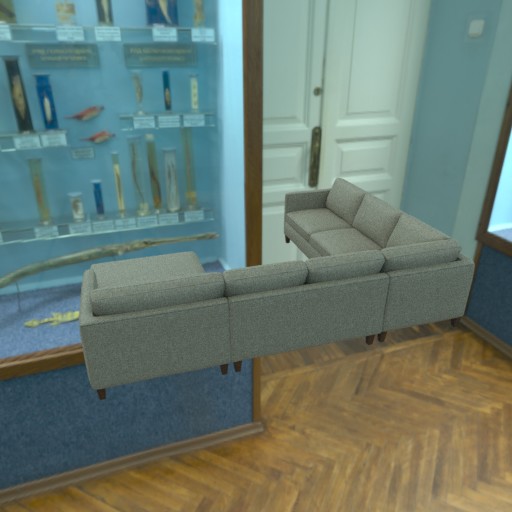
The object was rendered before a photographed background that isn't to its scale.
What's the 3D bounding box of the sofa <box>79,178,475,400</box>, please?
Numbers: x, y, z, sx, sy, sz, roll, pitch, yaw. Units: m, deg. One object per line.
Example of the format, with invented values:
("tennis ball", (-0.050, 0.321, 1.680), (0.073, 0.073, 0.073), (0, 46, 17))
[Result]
("sofa", (0.000, 0.000, 4.710), (3.403, 0.889, 2.551), (-8, 26, -16))
